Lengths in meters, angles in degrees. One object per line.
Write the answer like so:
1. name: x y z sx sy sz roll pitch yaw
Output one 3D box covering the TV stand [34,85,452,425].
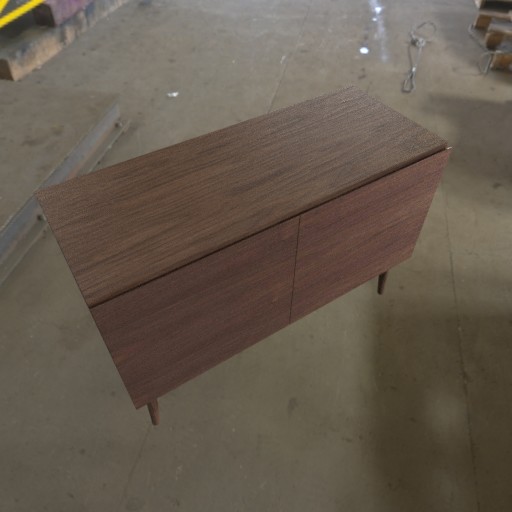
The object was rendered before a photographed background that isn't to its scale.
1. TV stand: 0.000 0.000 1.356 0.990 0.660 0.405 -25 52 -22
